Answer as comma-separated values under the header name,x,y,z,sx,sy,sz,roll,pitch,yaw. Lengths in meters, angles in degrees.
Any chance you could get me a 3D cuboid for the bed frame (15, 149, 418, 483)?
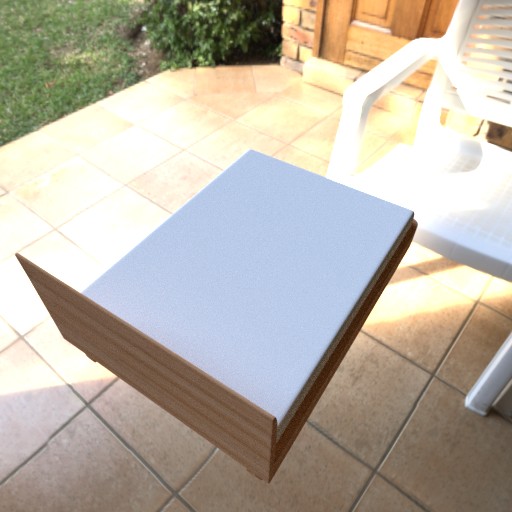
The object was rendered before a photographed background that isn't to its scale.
name,x,y,z,sx,sy,sz,roll,pitch,yaw
bed frame,0.000,0.000,2.765,1.472,0.940,1.992,26,52,22
